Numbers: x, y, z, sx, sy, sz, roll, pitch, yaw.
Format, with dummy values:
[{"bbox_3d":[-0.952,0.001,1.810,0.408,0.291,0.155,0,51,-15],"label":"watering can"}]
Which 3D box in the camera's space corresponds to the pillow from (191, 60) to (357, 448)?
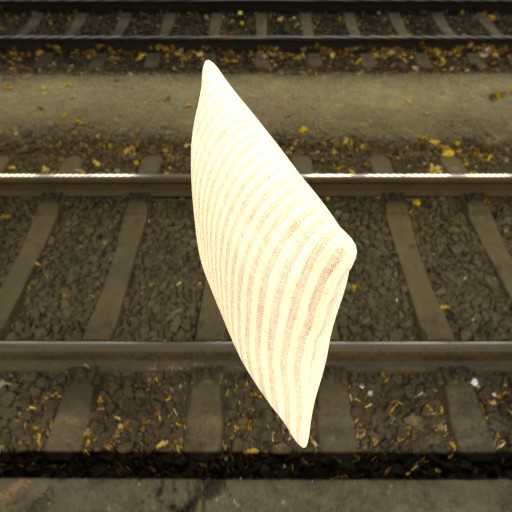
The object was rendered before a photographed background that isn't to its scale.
[{"bbox_3d":[0.000,0.000,0.798,0.166,0.510,0.523,-15,48,-15],"label":"pillow"}]
